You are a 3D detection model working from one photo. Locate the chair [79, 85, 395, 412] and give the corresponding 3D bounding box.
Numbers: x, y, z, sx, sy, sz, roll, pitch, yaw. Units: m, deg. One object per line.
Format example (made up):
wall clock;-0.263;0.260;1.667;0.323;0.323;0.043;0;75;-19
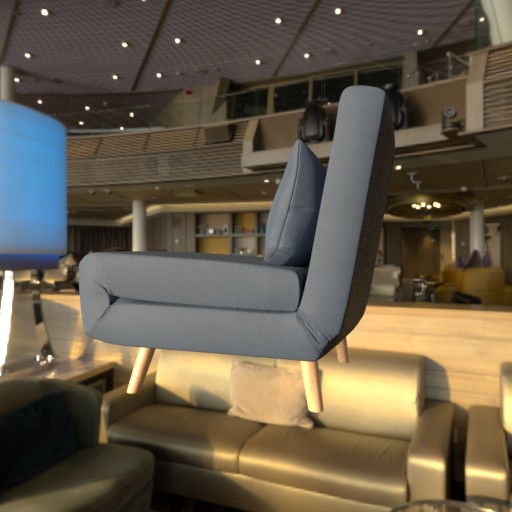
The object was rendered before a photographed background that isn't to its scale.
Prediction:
chair;0.000;0.000;1.506;0.900;0.808;0.770;0;0;19
